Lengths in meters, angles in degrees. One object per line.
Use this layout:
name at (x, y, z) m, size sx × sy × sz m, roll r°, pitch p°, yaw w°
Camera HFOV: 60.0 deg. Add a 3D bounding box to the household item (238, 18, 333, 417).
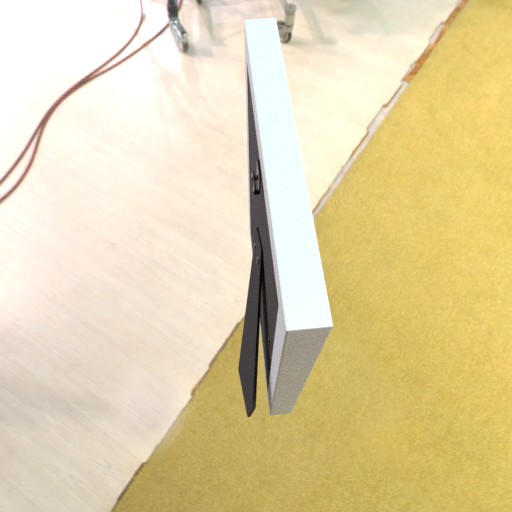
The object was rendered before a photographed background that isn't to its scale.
household item at (0.000, 0.000, 0.338) m, size 0.045 × 0.250 × 0.200 m, roll -5°, pitch 63°, yaw -3°
